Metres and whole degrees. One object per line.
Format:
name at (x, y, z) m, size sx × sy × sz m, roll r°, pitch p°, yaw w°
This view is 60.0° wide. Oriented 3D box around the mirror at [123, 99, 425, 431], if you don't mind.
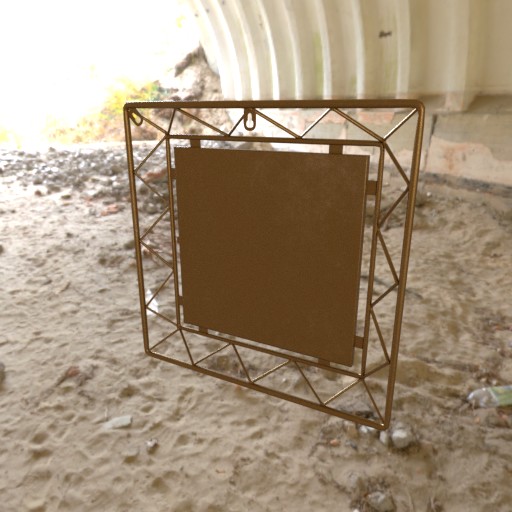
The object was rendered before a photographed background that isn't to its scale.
mirror at (0.000, 0.000, 0.625) m, size 0.416 × 0.414 × 0.046 m, roll 10°, pitch 21°, yaw 27°
